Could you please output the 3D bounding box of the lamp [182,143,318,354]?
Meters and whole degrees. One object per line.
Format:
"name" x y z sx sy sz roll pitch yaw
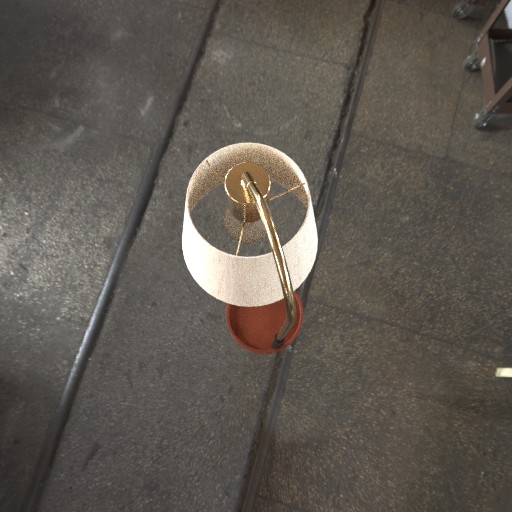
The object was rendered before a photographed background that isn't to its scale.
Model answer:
"lamp" 0.000 0.000 0.671 0.211 0.536 0.273 -17 76 -4
